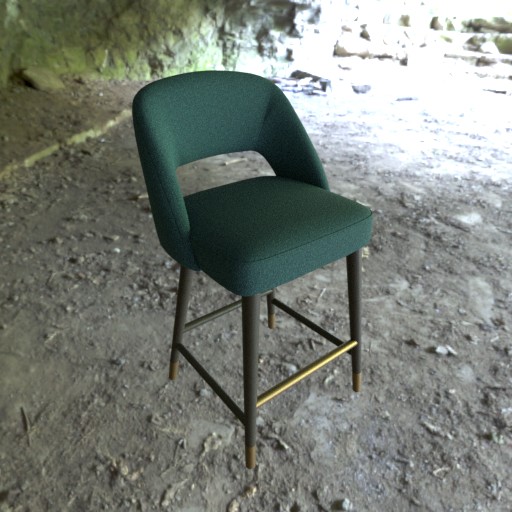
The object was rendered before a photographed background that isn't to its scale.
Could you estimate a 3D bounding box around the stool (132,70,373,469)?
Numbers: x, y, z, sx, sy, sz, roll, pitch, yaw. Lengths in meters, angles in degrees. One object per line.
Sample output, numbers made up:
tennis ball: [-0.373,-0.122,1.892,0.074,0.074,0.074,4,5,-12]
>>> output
stool: [0.000,0.000,1.262,0.536,0.939,0.522,-21,35,-33]
